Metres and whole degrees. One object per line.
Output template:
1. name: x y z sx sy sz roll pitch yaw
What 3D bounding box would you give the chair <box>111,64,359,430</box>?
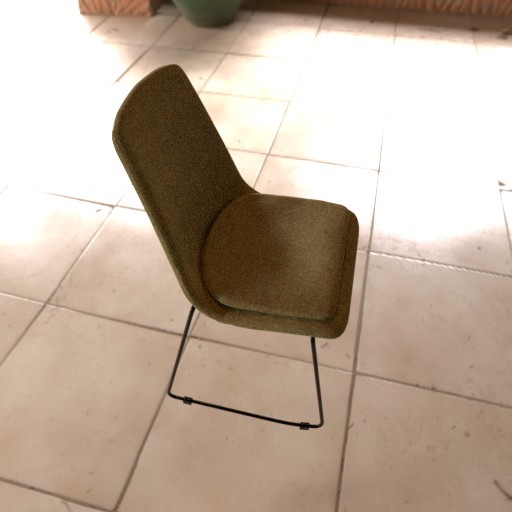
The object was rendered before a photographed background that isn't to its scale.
1. chair: 0.000 0.000 1.130 0.496 0.849 0.479 10 47 9
